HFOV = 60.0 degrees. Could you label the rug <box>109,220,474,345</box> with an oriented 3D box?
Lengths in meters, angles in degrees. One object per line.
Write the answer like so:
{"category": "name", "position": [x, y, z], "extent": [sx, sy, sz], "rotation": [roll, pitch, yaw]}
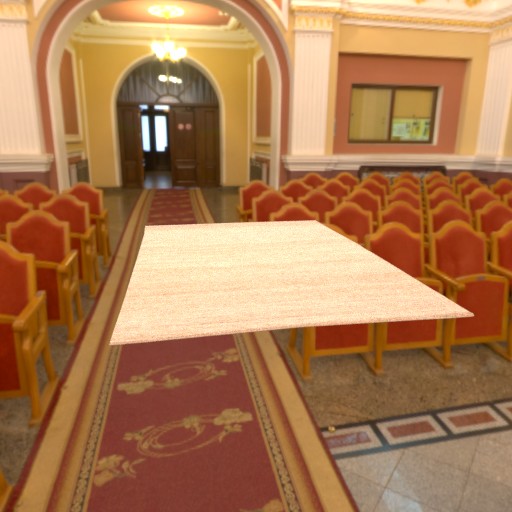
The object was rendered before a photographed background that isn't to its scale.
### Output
{"category": "rug", "position": [0.000, 0.000, 2.952], "extent": [1.574, 0.029, 2.346], "rotation": [-3, 15, -10]}
